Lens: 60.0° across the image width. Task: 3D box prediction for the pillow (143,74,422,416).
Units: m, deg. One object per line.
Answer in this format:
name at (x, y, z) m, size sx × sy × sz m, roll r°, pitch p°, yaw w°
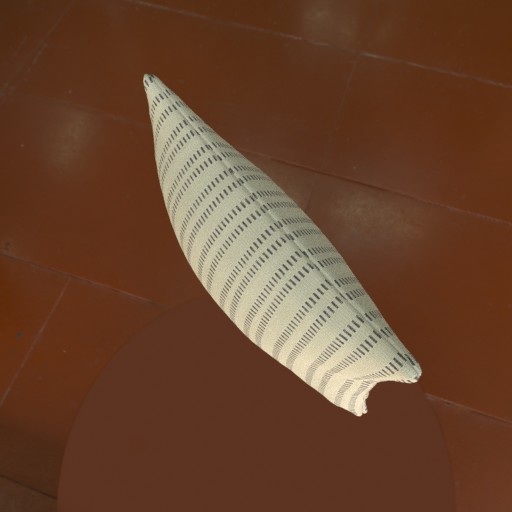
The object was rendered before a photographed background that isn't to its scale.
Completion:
pillow at (0.000, 0.000, 0.787) m, size 0.210 × 0.353 × 0.640 m, roll -34°, pitch 69°, yaw -15°
